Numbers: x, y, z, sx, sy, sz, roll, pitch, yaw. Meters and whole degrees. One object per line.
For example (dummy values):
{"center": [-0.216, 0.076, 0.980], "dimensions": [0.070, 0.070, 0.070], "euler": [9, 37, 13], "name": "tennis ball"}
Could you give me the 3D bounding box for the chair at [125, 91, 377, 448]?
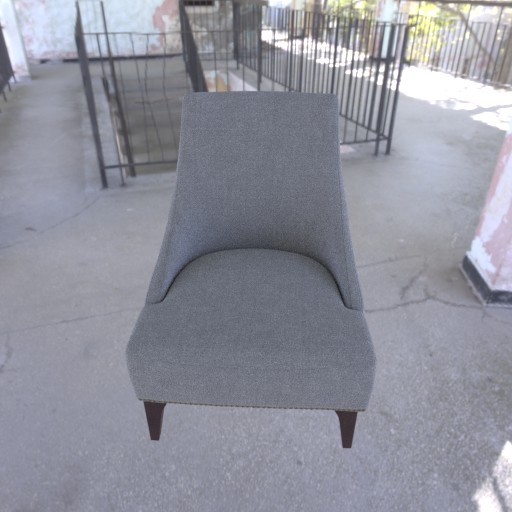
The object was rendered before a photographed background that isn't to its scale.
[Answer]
{"center": [0.000, 0.000, 1.490], "dimensions": [0.701, 0.909, 0.861], "euler": [1, 32, 2], "name": "chair"}
